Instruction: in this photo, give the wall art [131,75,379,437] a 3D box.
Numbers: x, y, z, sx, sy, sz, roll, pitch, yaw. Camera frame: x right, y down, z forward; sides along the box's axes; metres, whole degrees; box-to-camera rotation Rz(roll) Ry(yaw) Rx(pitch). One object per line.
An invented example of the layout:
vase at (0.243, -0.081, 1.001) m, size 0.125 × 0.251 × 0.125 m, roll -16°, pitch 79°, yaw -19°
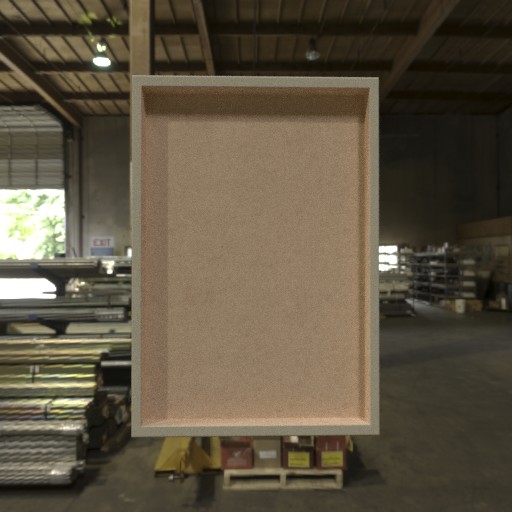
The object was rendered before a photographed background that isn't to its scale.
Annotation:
wall art at (0.000, 0.000, 0.768) m, size 0.418 × 0.608 × 0.038 m, roll 0°, pitch 0°, yaw -1°
